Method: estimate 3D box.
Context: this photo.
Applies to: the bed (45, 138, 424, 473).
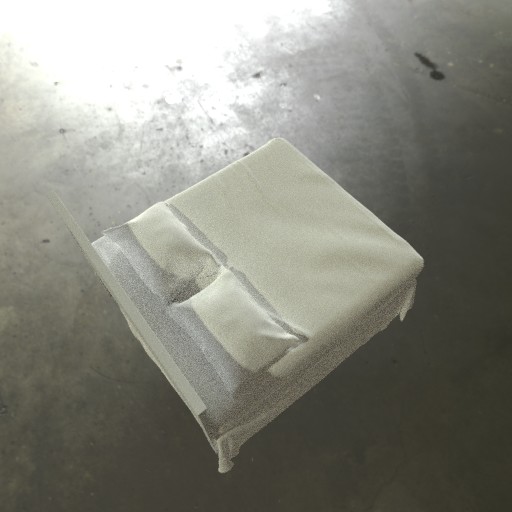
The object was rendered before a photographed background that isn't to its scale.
[{"bbox_3d":[0.000,0.000,3.202,2.047,1.269,1.876,-34,64,-19],"label":"bed"}]
